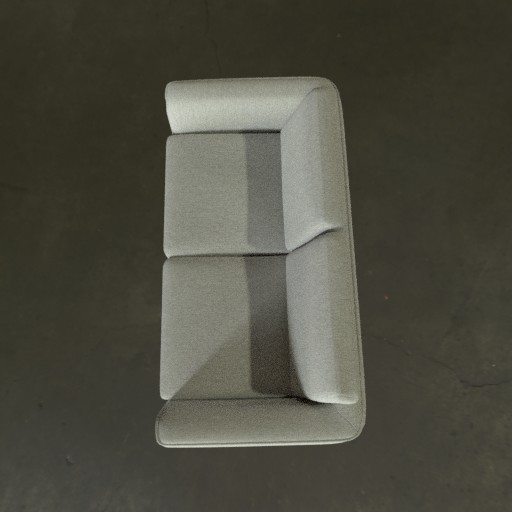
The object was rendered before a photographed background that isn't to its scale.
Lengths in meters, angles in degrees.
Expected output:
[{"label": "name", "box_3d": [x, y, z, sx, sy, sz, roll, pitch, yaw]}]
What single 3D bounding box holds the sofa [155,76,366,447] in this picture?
[{"label": "sofa", "box_3d": [0.000, 0.000, 2.172, 0.920, 0.850, 1.700, -1, 76, 0]}]
